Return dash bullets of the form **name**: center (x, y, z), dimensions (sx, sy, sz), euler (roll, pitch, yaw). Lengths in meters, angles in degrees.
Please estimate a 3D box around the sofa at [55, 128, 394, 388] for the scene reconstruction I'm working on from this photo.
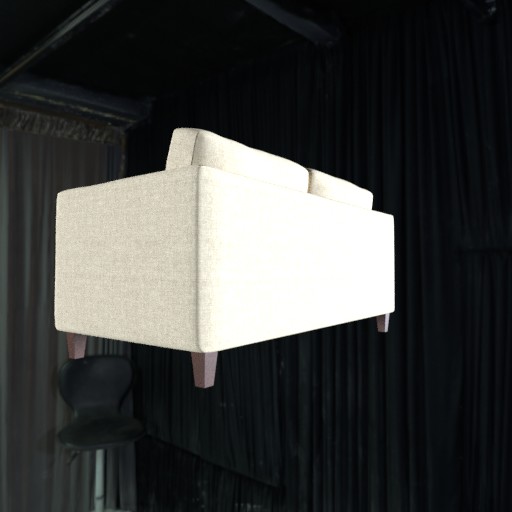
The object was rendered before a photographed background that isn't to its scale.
- **sofa**: center (0.000, 0.000, 2.491), dimensions (0.950, 0.963, 1.884), euler (-1, -2, 37)
